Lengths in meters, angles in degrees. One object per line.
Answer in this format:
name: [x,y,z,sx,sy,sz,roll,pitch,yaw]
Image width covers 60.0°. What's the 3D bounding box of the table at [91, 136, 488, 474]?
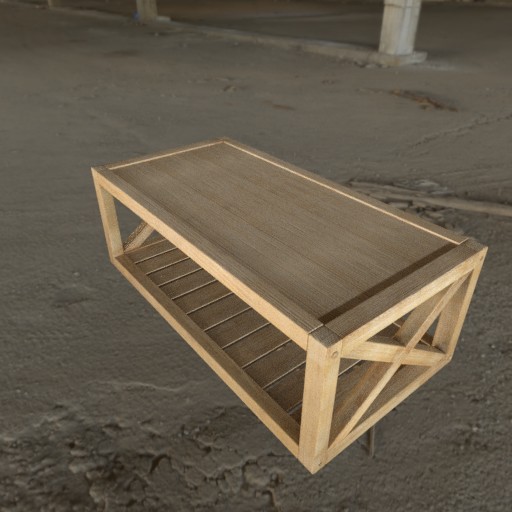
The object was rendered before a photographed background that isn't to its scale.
table: [0.000,0.000,1.648,0.660,0.457,1.321,-23,39,-32]
